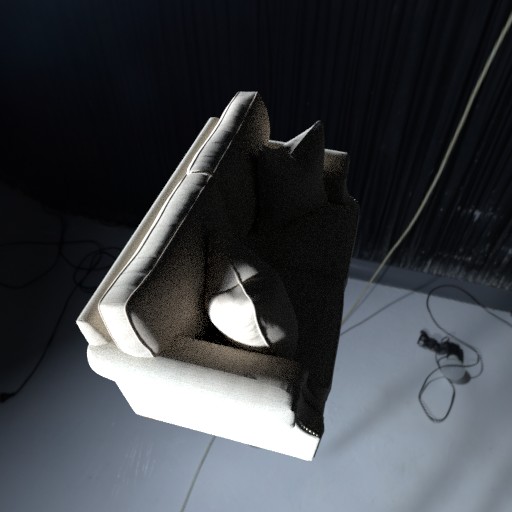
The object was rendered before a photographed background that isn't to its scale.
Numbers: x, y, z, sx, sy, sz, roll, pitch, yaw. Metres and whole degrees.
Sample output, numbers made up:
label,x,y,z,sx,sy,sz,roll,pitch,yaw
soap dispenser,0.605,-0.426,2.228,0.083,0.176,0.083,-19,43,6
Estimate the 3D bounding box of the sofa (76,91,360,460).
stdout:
label,x,y,z,sx,sy,sz,roll,pitch,yaw
sofa,0.000,0.000,2.249,0.966,0.966,1.701,11,47,10
